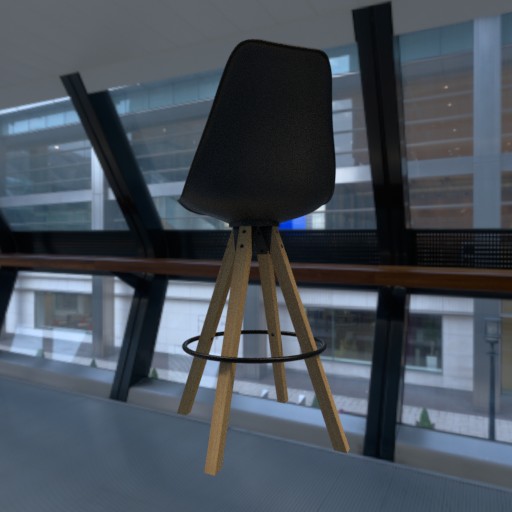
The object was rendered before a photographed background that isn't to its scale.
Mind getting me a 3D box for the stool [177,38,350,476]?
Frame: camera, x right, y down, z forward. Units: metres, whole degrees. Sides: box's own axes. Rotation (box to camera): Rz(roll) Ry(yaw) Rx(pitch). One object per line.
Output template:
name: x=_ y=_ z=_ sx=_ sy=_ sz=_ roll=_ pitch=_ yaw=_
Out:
stool: x=0.000 y=0.000 z=1.405 sx=0.485 sy=1.115 sz=0.550 roll=0 pitch=0 yaw=-19
